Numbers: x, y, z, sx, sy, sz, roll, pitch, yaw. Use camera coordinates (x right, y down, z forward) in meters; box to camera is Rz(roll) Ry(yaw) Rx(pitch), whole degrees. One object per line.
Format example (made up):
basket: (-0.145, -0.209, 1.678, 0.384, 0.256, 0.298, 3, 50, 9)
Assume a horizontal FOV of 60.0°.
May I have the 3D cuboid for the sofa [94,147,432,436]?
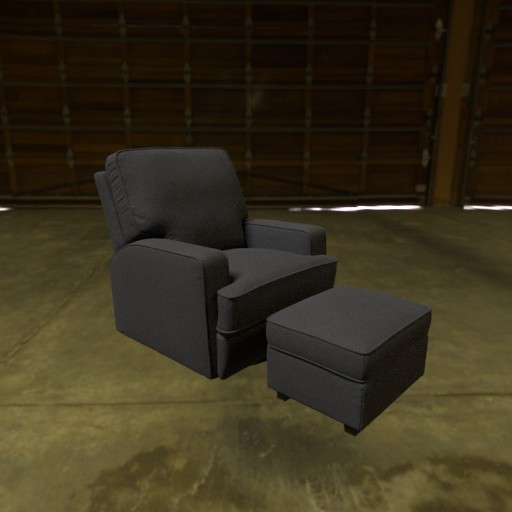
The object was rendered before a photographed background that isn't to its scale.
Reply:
sofa: (0.000, 0.000, 2.038, 1.472, 0.959, 0.861, 13, 20, 41)
